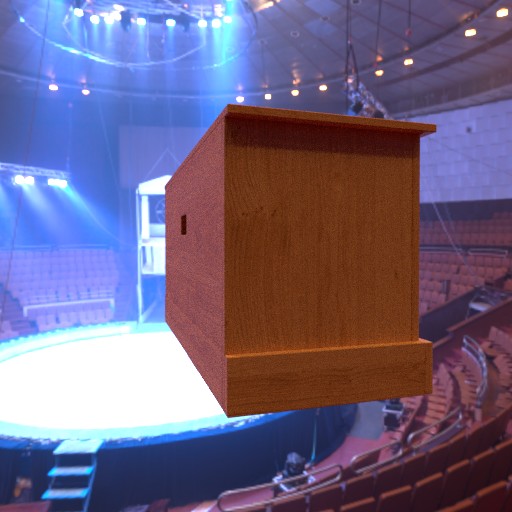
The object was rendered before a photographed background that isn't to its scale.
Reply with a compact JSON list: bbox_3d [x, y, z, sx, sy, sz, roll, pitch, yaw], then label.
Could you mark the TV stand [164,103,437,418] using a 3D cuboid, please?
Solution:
[{"bbox_3d":[0.000,0.000,1.350,0.440,0.550,1.080,0,1,-17],"label":"TV stand"}]
